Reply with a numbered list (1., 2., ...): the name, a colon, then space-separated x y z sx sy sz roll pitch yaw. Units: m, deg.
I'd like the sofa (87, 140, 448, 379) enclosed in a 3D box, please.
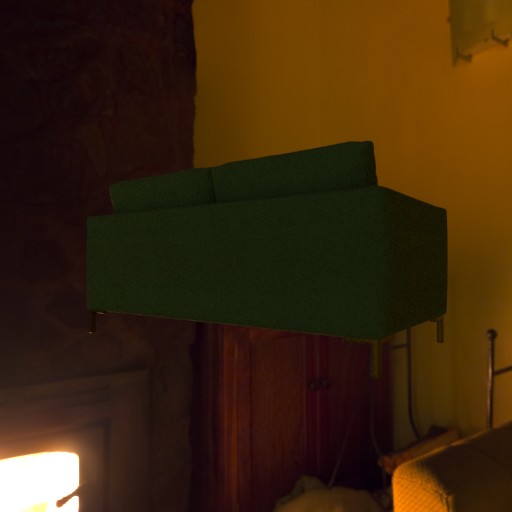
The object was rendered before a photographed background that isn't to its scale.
1. sofa: 0.000 0.000 2.248 1.676 0.817 0.875 -1 -1 36
